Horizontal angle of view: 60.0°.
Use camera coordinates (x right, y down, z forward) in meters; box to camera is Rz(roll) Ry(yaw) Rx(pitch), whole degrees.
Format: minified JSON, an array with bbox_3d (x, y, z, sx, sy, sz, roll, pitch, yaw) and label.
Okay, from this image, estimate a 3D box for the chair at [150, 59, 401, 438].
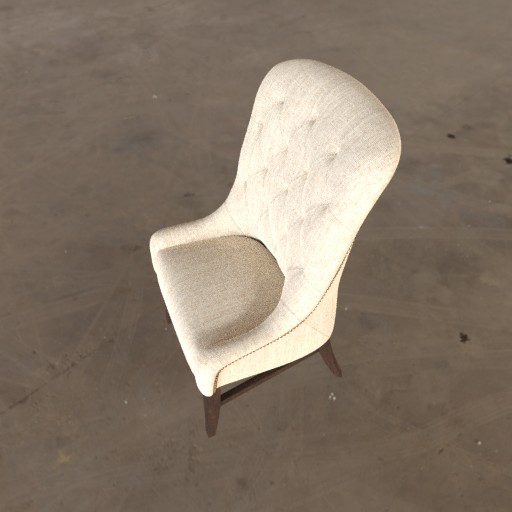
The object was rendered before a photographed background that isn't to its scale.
[{"bbox_3d":[0.000,0.000,1.478,0.629,1.091,0.634,-17,48,-16],"label":"chair"}]
